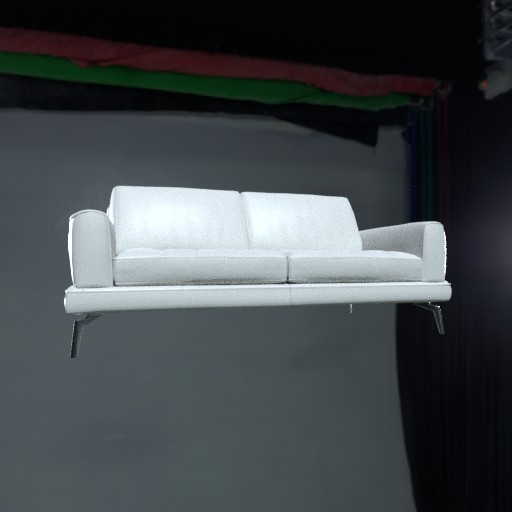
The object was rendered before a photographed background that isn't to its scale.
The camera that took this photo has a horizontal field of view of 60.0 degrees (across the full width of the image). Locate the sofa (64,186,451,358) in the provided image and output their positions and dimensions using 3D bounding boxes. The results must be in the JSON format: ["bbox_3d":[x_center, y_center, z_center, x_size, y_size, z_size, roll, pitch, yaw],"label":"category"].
[{"bbox_3d":[0.000,0.000,2.825,2.177,0.930,1.121,0,-1,-18],"label":"sofa"}]
